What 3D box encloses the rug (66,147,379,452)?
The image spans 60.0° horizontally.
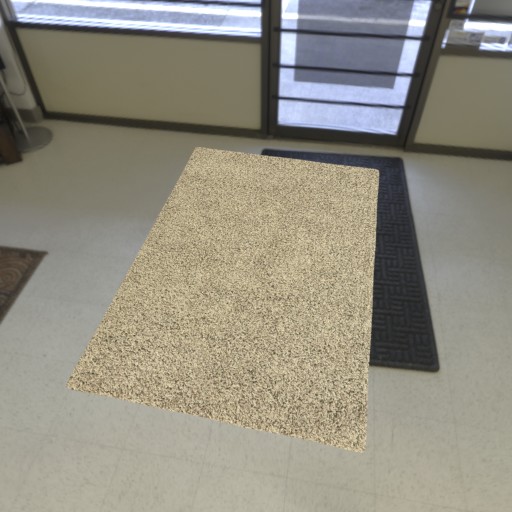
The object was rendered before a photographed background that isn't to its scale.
[{"bbox_3d":[0.000,0.000,2.324,1.219,0.030,1.778,9,48,8],"label":"rug"}]
